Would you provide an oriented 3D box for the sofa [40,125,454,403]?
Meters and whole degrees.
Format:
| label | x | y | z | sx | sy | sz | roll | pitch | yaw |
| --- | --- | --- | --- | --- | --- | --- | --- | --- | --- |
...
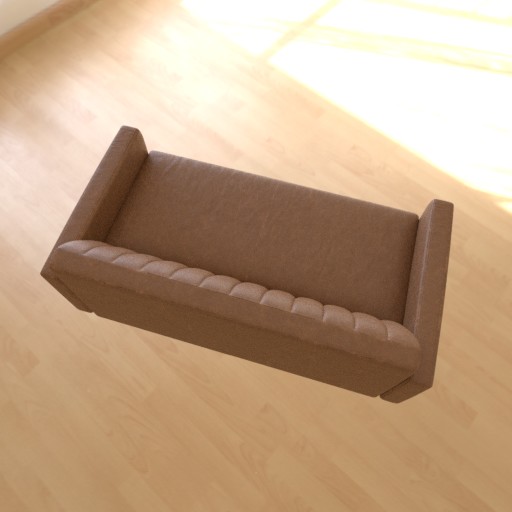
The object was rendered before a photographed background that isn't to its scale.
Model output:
| label | x | y | z | sx | sy | sz | roll | pitch | yaw |
| --- | --- | --- | --- | --- | --- | --- | --- | --- | --- |
| sofa | 0.000 | 0.000 | 2.366 | 1.847 | 0.821 | 0.993 | 15 | 65 | 7 |
